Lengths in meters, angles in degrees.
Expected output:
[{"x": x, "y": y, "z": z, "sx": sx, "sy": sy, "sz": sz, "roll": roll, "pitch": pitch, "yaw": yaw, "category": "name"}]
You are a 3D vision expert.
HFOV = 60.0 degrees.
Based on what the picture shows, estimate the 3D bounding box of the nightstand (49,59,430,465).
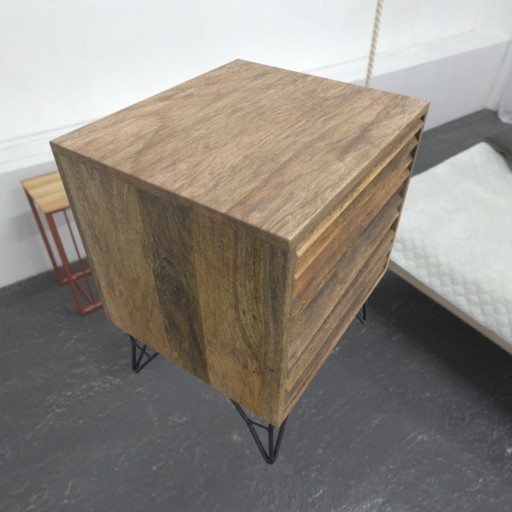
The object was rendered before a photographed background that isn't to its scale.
[{"x": 0.000, "y": 0.000, "z": 0.869, "sx": 0.406, "sy": 0.559, "sz": 0.457, "roll": 24, "pitch": 46, "yaw": 25, "category": "nightstand"}]
